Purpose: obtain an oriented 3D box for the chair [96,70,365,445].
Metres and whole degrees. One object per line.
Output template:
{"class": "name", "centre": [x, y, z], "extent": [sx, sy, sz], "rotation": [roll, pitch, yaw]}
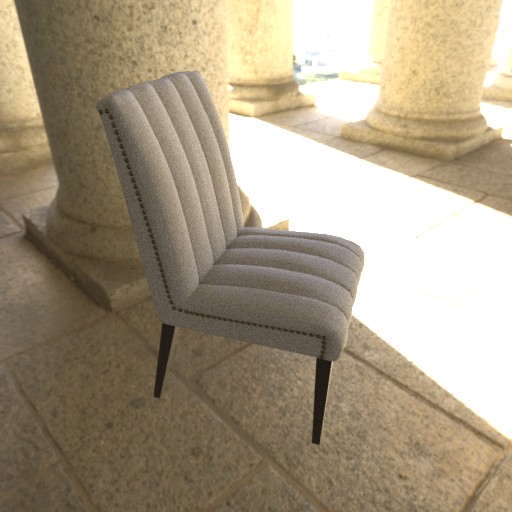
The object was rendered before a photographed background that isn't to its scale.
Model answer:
{"class": "chair", "centre": [0.000, 0.000, 1.391], "extent": [0.647, 1.016, 0.511], "rotation": [10, 32, 16]}
